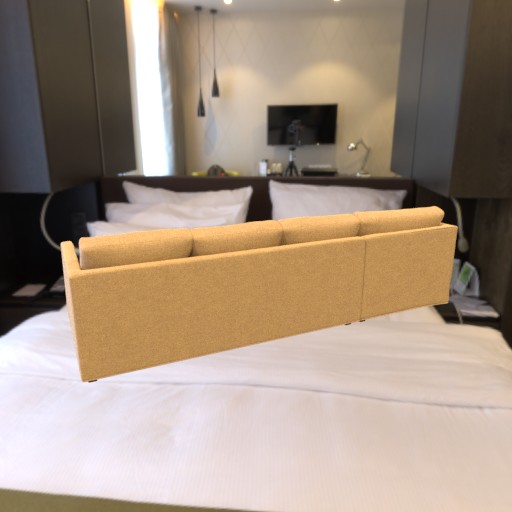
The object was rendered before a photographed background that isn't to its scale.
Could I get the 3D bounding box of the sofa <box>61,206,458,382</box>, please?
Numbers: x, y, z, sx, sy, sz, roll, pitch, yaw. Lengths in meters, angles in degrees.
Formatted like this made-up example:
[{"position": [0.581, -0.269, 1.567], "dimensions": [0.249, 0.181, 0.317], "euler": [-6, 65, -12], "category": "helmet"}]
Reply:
[{"position": [0.000, 0.000, 3.994], "dimensions": [3.198, 0.920, 1.638], "euler": [-7, 17, -25], "category": "sofa"}]
